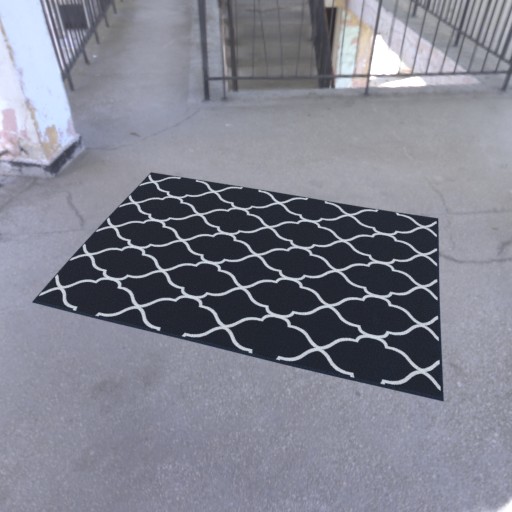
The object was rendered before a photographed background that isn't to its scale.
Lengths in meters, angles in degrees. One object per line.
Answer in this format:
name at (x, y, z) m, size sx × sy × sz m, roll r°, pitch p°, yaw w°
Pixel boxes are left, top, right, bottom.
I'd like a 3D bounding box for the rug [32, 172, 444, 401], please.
rug at (0.000, 0.000, 2.880) m, size 2.290 × 0.014 × 1.526 m, roll 11°, pitch 42°, yaw 12°
